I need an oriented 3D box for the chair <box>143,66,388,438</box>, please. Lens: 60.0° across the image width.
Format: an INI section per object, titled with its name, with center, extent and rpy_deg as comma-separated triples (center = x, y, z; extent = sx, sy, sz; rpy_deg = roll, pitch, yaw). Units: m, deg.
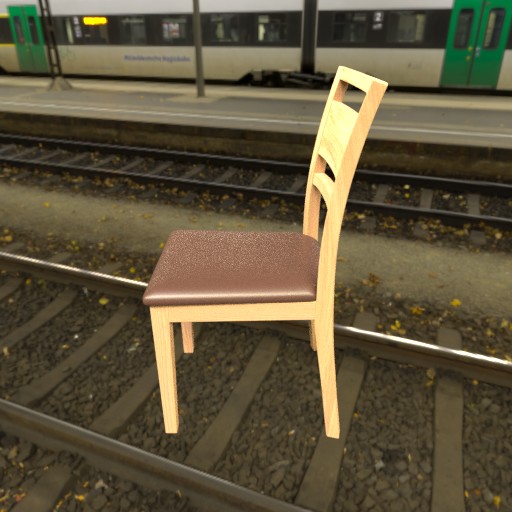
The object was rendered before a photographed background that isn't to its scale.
[chair]
center = 0.000, 0.000, 1.221
extent = 0.545, 0.940, 0.420
rpy_deg = 0, 27, 0
